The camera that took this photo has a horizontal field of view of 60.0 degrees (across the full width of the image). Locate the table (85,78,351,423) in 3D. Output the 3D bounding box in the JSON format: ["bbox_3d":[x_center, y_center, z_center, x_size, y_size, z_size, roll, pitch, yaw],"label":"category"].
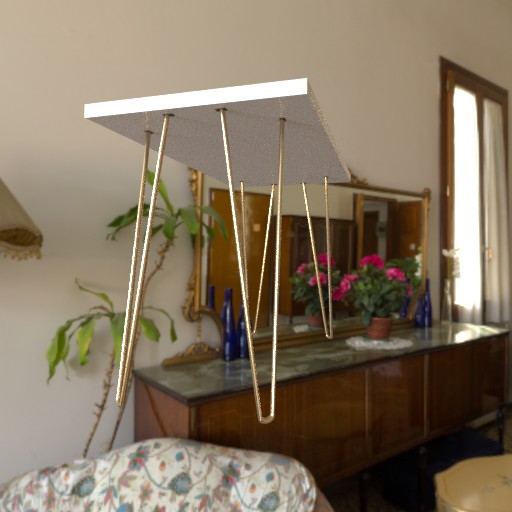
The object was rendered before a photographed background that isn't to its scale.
[{"bbox_3d":[0.000,0.000,1.377,0.498,0.660,0.991,0,-1,17],"label":"table"}]
